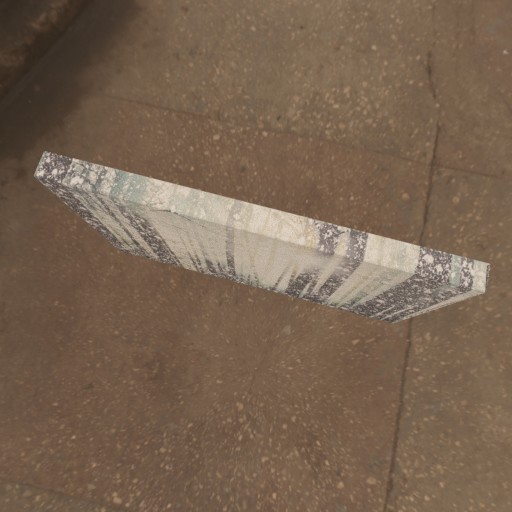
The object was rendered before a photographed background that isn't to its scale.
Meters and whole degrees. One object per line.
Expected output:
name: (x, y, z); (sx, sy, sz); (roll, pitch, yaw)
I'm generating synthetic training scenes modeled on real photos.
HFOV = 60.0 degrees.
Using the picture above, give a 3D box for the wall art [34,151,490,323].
wall art: (0.000, 0.000, 0.780); (0.618, 0.398, 0.042); (15, 76, 4)
